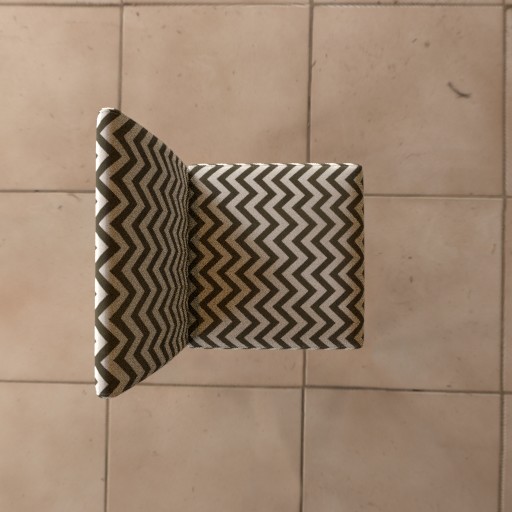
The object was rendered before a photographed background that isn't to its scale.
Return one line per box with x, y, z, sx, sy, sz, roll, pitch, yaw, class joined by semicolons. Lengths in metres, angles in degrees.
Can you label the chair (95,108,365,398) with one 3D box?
0.000;0.000;1.298;0.648;0.838;0.589;0;89;1;chair
